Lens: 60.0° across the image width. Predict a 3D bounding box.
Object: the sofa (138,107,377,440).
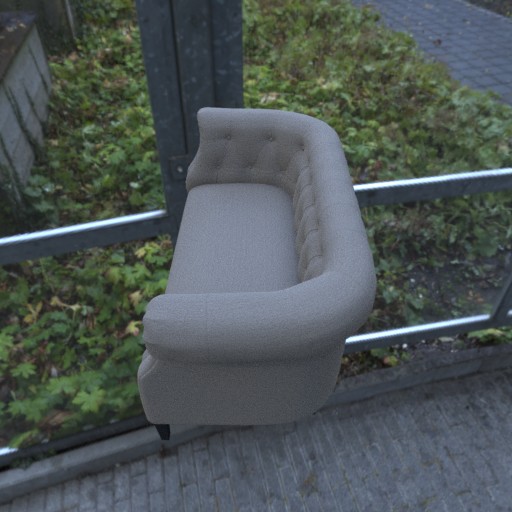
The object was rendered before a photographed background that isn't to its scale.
[{"bbox_3d":[0.000,0.000,2.065,0.835,0.827,1.558,1,42,1],"label":"sofa"}]
